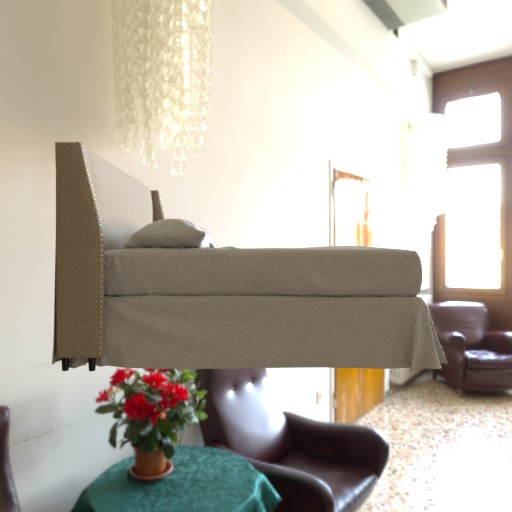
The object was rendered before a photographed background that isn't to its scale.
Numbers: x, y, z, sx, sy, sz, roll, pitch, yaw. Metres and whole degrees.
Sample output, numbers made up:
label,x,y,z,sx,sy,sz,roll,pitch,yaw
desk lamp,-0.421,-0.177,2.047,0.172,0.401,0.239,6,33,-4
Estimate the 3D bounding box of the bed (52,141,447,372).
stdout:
label,x,y,z,sx,sy,sz,roll,pitch,yaw
bed,0.000,0.000,3.429,2.276,1.332,1.925,0,0,1
